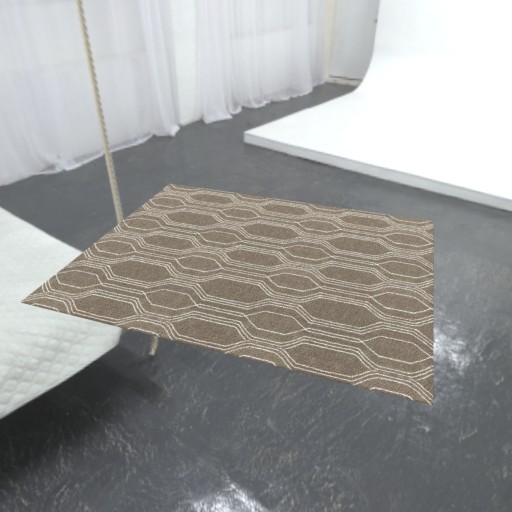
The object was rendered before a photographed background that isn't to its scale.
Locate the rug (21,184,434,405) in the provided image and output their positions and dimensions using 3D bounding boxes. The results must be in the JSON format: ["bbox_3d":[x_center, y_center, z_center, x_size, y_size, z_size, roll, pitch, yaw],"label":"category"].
[{"bbox_3d":[0.000,0.000,4.034,3.062,0.012,2.457,10,34,16],"label":"rug"}]
